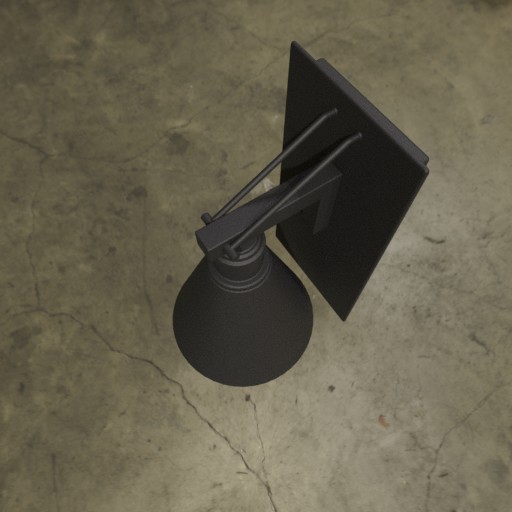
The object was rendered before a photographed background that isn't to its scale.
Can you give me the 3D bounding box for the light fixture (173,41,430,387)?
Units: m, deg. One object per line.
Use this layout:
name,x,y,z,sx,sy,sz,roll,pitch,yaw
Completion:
light fixture,0.000,0.000,0.418,0.207,0.298,0.170,-31,67,-14
